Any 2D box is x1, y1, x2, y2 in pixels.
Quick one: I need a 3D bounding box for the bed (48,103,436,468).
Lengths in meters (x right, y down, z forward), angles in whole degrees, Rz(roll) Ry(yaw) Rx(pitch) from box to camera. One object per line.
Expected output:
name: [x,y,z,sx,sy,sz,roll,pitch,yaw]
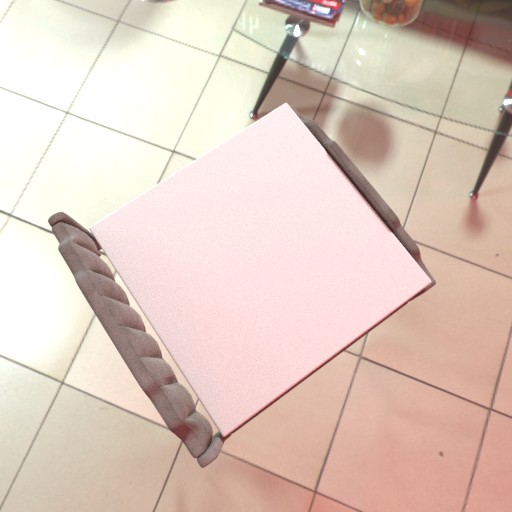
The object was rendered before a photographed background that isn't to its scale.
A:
bed: [0.000,0.000,3.604,2.340,1.245,2.074,-34,79,-8]
